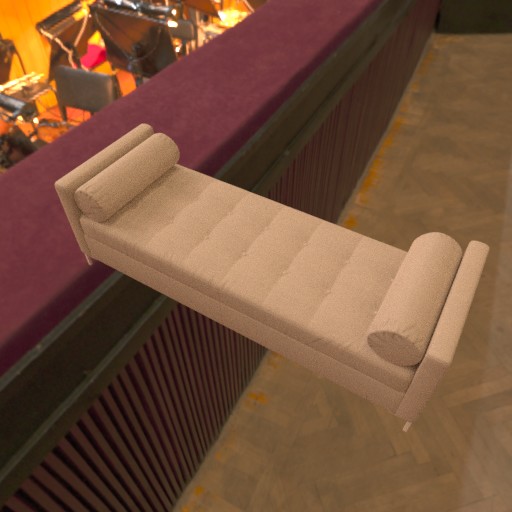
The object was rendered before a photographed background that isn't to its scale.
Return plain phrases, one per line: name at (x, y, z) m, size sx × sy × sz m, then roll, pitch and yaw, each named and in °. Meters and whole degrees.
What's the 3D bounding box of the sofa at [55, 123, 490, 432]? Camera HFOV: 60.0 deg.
sofa at (0.000, 0.000, 2.295) m, size 1.981 × 0.635 × 0.686 m, roll 24°, pitch 51°, yaw 21°
